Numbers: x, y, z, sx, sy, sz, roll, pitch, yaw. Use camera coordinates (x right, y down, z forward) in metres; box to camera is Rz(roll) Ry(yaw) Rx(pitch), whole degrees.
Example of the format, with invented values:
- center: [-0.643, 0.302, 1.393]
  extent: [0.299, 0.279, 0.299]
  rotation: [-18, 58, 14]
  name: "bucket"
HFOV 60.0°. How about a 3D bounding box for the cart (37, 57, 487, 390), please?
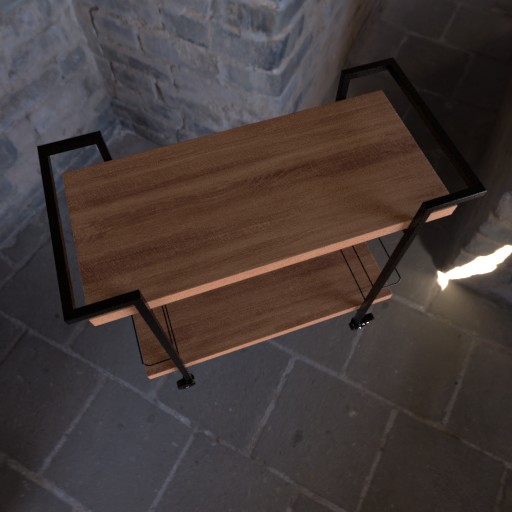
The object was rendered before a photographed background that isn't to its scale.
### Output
- center: [0.000, 0.000, 1.216]
  extent: [0.806, 0.762, 0.406]
  rotation: [-17, 64, -8]
  name: "cart"
